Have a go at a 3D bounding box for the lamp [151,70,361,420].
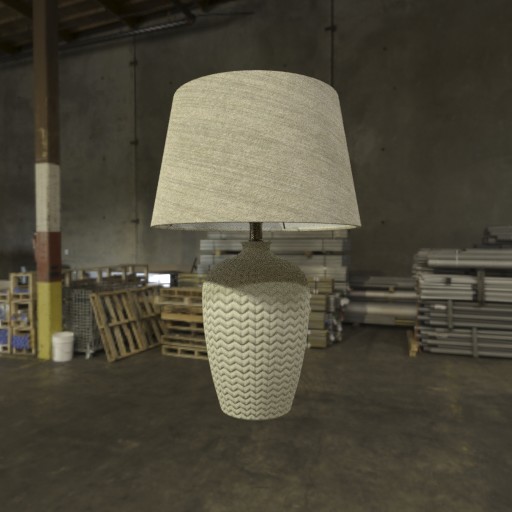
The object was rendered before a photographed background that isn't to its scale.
[{"bbox_3d":[0.000,0.000,0.844,0.390,0.580,0.390,0,1,0],"label":"lamp"}]
